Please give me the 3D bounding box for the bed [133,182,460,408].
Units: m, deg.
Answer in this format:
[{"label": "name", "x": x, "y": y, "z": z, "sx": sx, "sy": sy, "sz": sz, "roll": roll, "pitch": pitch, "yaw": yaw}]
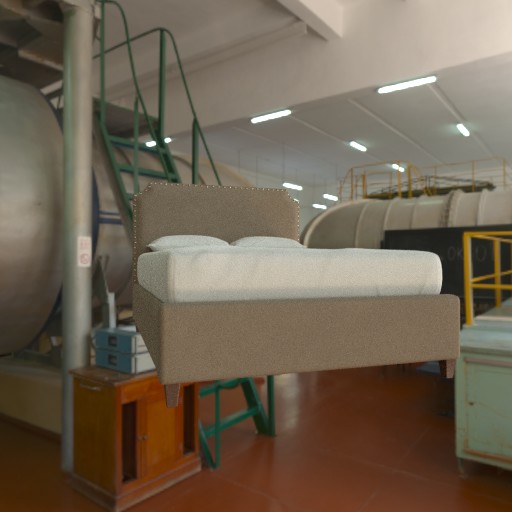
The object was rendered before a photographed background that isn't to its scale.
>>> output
[{"label": "bed", "x": 0.000, "y": 0.000, "z": 3.368, "sx": 1.703, "sy": 1.415, "sz": 2.329, "roll": 0, "pitch": -1, "yaw": -19}]
